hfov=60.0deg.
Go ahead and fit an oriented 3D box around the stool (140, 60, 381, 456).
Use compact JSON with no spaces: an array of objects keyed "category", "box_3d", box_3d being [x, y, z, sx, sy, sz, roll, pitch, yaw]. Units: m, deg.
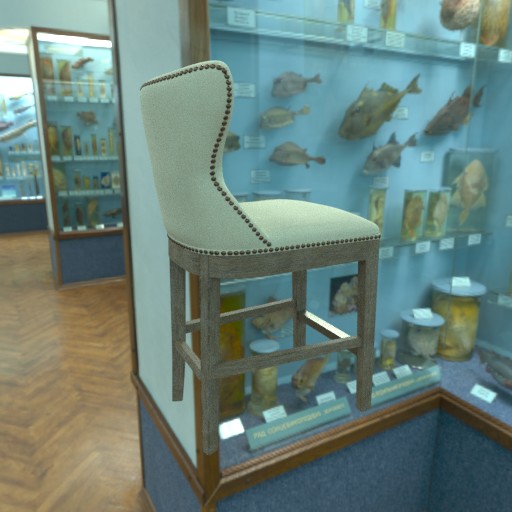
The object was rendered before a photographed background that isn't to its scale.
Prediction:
[{"category":"stool","box_3d":[0.000,0.000,1.314,0.608,0.981,0.498,-7,16,-26]}]
